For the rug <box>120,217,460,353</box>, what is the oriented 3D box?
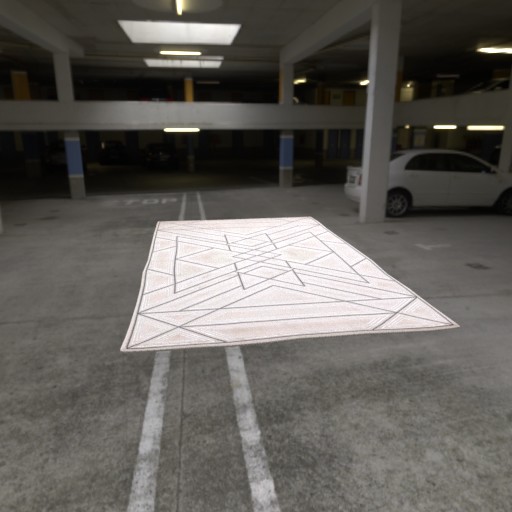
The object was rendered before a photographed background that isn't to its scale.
[{"bbox_3d":[0.000,0.000,1.056,0.511,0.008,0.869,-2,17,-8],"label":"rug"}]
